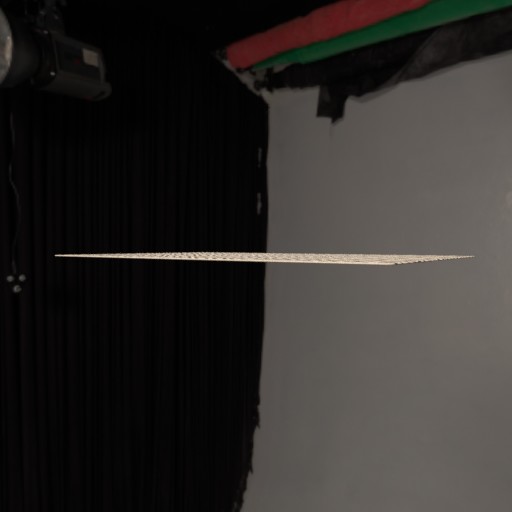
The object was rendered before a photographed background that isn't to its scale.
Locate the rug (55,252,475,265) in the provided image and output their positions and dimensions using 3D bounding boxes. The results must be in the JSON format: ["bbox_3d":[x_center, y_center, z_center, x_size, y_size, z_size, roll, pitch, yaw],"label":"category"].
[{"bbox_3d":[0.000,0.000,3.009,2.438,0.008,1.523,1,2,37],"label":"rug"}]
